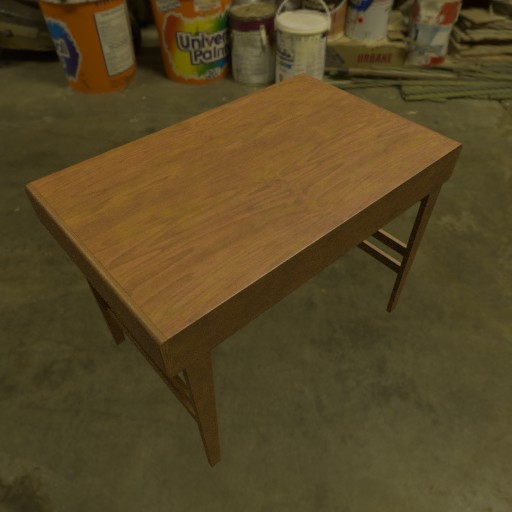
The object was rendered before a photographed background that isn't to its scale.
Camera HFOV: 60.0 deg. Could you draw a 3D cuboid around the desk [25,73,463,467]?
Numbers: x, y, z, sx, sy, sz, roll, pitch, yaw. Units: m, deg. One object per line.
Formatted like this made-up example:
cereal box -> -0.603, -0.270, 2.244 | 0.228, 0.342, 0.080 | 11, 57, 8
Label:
desk -> 0.000, 0.000, 1.514 | 1.066, 0.754, 0.660 | -32, 54, -27
